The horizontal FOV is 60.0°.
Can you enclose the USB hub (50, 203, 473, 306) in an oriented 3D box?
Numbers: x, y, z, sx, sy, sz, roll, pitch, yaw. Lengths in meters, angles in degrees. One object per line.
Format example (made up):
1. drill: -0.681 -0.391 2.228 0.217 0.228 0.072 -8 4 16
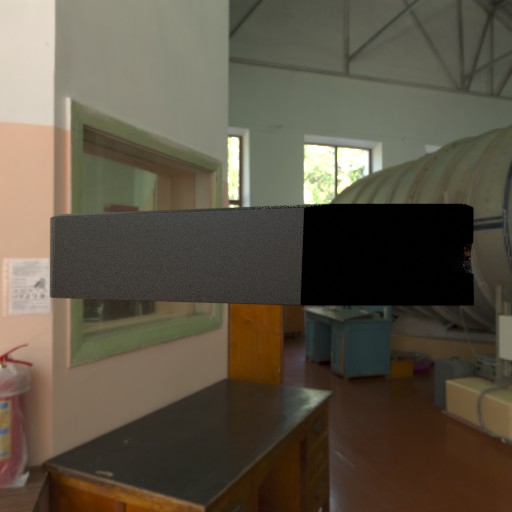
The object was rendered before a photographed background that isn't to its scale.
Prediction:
1. USB hub: 0.000 0.000 0.126 0.110 0.023 0.044 0 -1 18
